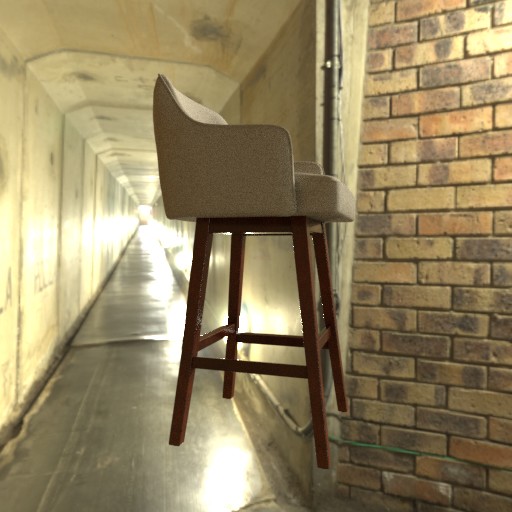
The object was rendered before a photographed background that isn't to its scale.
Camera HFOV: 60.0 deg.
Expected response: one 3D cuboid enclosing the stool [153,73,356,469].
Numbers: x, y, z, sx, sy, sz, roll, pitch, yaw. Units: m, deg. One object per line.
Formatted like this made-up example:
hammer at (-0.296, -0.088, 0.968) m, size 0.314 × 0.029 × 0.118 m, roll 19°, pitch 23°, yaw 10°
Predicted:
stool at (0.000, 0.000, 1.354) m, size 0.560 × 1.041 × 0.550 m, roll 0°, pitch 1°, yaw 18°
